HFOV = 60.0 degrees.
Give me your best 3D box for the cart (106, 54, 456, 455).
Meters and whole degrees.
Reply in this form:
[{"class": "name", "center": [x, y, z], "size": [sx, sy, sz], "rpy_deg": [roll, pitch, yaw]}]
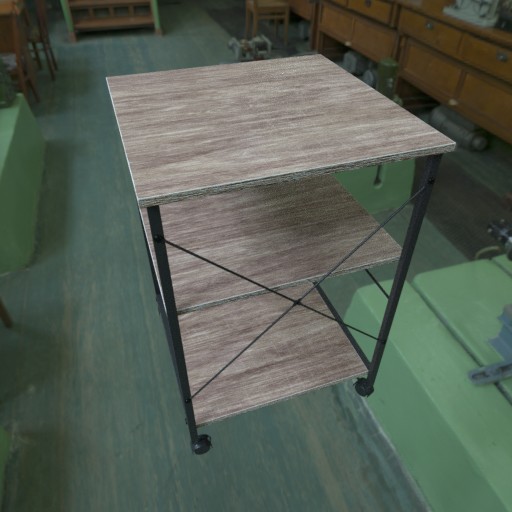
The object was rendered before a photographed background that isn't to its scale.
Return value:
[{"class": "cart", "center": [0.000, 0.000, 1.101], "size": [0.521, 0.762, 0.520], "rpy_deg": [-13, 42, -14]}]
